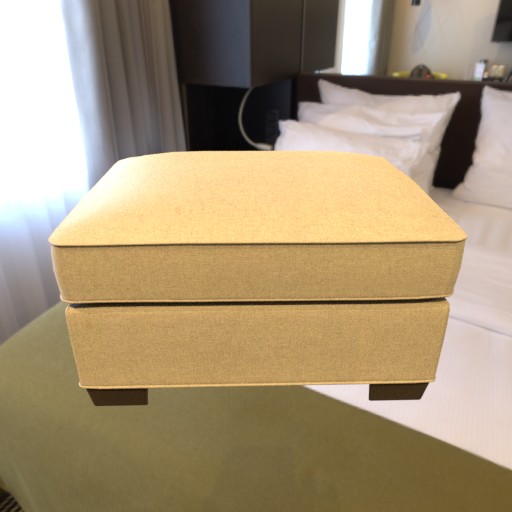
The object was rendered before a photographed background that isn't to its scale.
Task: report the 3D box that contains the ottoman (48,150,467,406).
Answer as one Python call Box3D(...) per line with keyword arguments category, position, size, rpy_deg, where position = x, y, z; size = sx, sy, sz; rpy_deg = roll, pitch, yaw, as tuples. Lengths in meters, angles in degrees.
Box3D(category="ottoman", position=(0.000, 0.000, 1.219), size=(0.843, 0.504, 0.619), rpy_deg=(-1, 28, -1))
